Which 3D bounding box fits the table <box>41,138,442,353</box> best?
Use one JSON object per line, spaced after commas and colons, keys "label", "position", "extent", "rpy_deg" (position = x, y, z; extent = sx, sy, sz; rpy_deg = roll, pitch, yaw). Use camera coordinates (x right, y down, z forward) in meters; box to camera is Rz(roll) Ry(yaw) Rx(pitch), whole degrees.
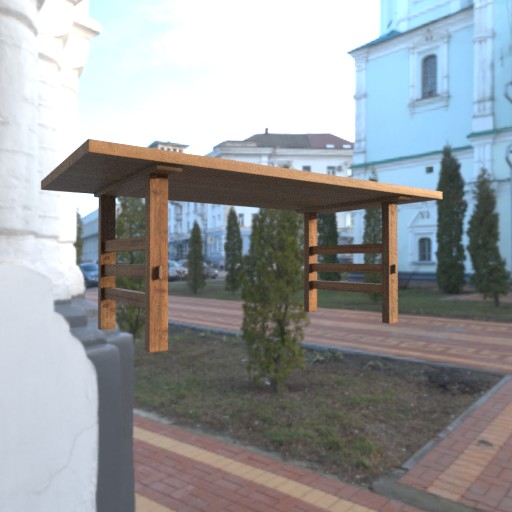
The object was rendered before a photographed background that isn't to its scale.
{"label": "table", "position": [0.000, 0.000, 2.425], "extent": [2.003, 0.760, 0.952], "rpy_deg": [0, -1, -34]}
